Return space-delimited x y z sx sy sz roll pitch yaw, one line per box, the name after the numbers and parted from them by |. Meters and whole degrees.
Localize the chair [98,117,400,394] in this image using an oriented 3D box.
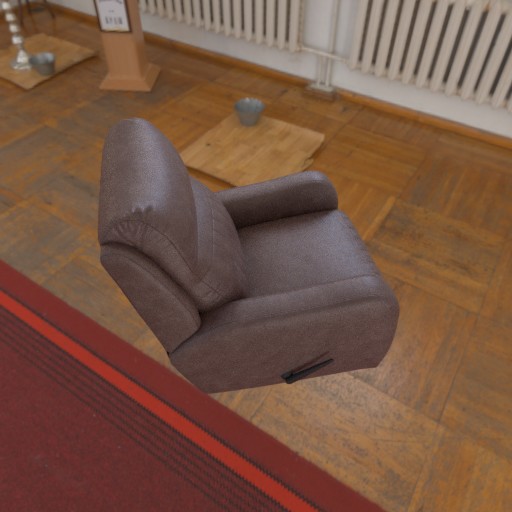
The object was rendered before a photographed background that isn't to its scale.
0.000 0.000 1.868 1.067 1.067 0.865 -9 46 -8 | chair
